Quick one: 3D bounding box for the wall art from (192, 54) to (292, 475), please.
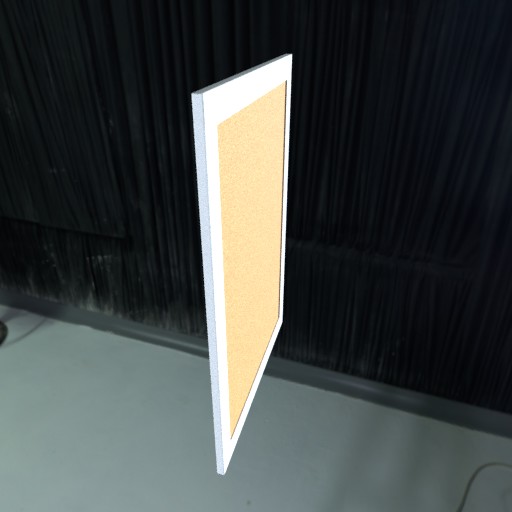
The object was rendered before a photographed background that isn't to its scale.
[{"bbox_3d":[0.000,0.000,0.673,0.012,0.529,0.374,8,30,14],"label":"wall art"}]
